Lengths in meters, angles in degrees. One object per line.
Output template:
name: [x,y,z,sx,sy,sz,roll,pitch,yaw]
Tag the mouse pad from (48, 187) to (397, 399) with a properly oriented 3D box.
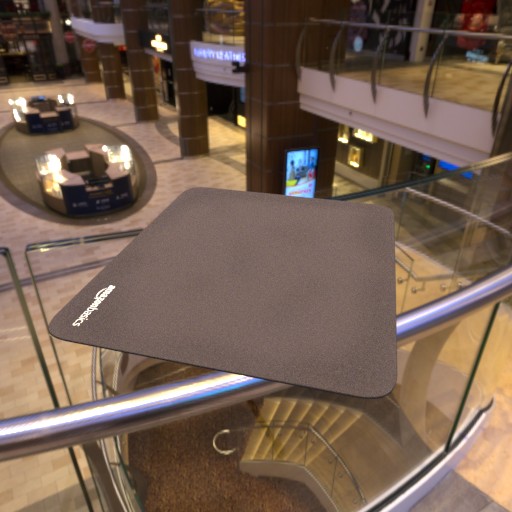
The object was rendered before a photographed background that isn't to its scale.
mouse pad: [0.000,0.000,0.443,0.269,0.002,0.315,8,32,12]
